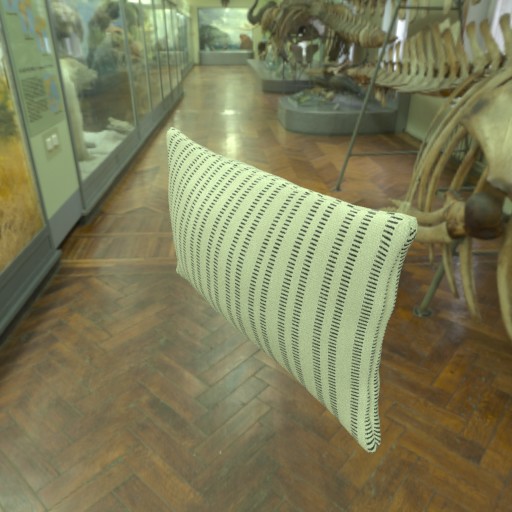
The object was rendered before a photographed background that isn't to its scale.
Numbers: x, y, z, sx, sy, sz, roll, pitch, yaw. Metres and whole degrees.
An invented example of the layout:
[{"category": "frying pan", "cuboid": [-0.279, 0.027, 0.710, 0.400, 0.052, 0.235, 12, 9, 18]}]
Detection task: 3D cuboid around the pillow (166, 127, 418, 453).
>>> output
[{"category": "pillow", "cuboid": [0.000, 0.000, 0.787, 0.210, 0.353, 0.640, -17, 31, -30]}]
